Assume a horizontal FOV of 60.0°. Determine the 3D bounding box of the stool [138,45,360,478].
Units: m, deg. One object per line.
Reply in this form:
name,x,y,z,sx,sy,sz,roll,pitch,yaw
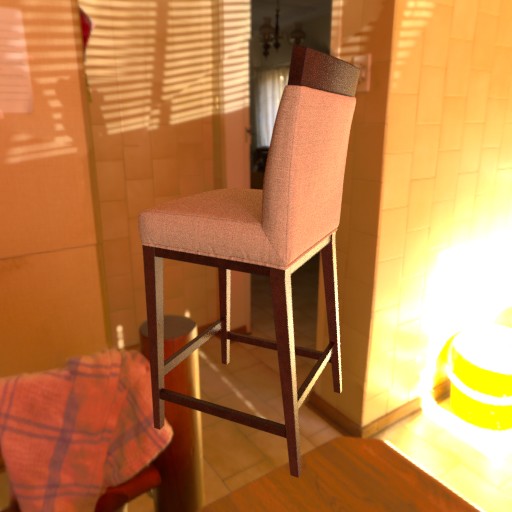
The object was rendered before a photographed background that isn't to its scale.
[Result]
stool,0.000,0.000,1.260,0.480,1.011,0.463,8,18,24
